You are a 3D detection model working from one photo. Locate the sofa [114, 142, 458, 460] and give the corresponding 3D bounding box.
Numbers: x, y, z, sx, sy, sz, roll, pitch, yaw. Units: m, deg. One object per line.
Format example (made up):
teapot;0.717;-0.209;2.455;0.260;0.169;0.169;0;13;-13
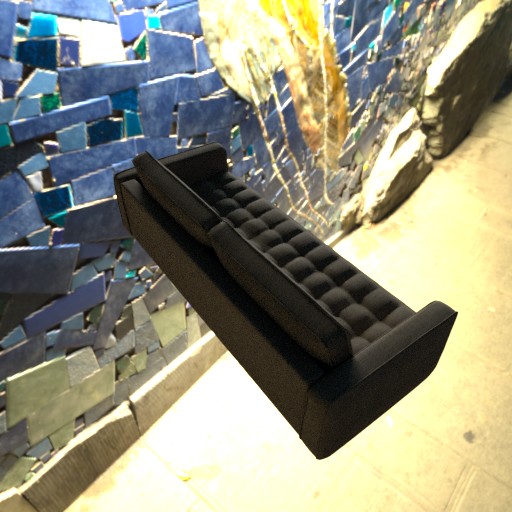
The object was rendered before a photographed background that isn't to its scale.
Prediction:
sofa;0.000;0.000;2.802;0.923;0.813;2.295;-26;48;-26
